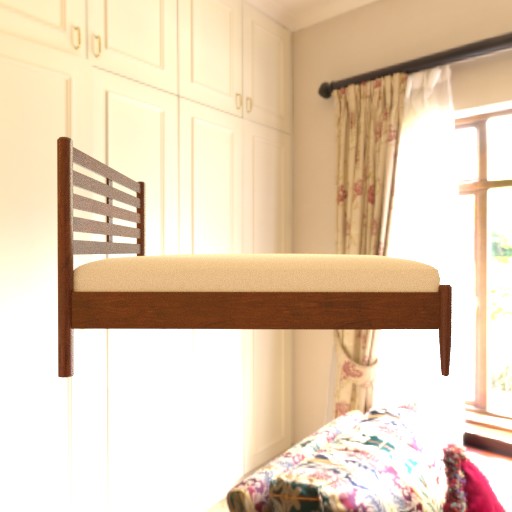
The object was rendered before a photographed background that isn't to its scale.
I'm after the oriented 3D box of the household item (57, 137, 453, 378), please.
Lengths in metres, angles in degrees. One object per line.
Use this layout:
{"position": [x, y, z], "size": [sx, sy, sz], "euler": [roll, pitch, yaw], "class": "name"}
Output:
{"position": [0.000, 0.000, 3.300], "size": [2.232, 1.356, 1.663], "euler": [0, 1, 1], "class": "household item"}
